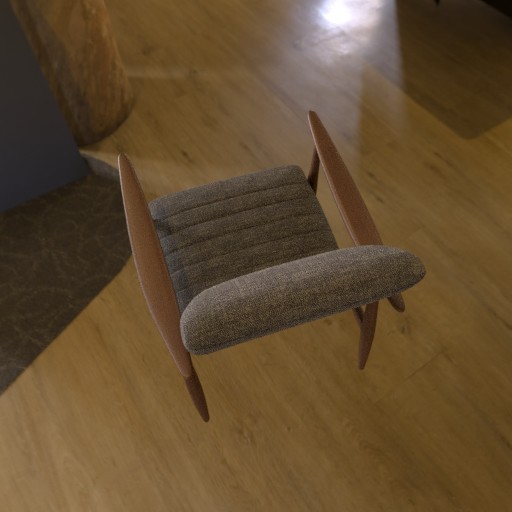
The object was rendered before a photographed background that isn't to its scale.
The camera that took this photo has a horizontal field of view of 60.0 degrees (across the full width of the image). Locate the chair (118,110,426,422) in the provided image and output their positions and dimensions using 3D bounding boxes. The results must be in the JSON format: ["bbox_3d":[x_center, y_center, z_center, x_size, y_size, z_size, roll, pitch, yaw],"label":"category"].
[{"bbox_3d":[0.000,0.000,1.462,0.741,0.832,0.798,-16,60,-9],"label":"chair"}]
